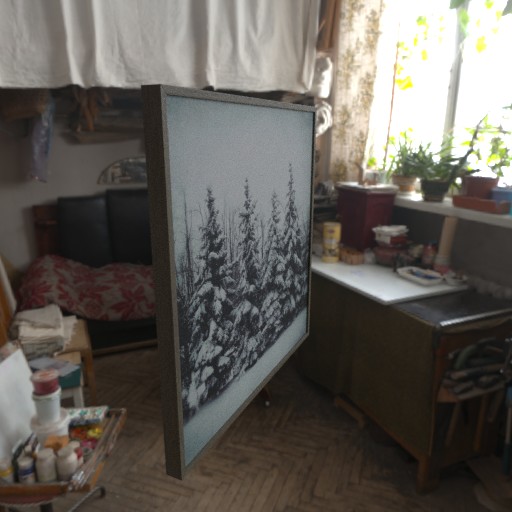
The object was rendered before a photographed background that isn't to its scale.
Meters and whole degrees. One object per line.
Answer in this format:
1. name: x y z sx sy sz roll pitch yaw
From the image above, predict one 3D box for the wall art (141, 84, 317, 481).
1. wall art: 0.000 0.000 1.137 0.039 0.758 0.758 8 17 25
